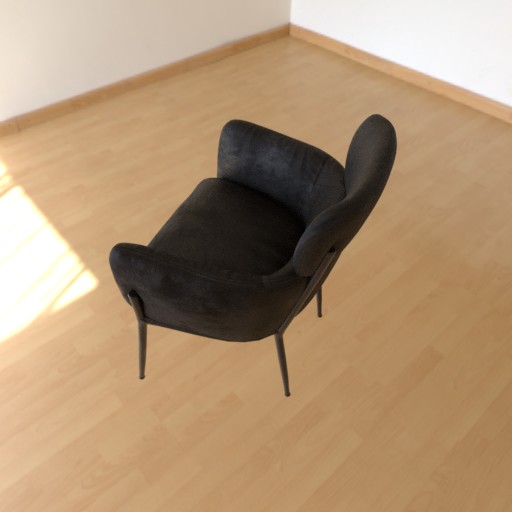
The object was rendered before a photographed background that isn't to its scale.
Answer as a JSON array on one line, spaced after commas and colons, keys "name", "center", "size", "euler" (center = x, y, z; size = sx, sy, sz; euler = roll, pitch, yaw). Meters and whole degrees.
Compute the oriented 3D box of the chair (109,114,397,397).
[{"name": "chair", "center": [0.000, 0.000, 1.273], "size": [0.604, 0.818, 0.640], "euler": [18, 50, 16]}]
